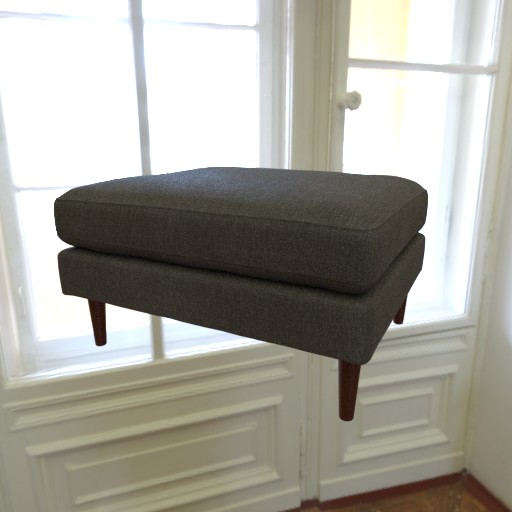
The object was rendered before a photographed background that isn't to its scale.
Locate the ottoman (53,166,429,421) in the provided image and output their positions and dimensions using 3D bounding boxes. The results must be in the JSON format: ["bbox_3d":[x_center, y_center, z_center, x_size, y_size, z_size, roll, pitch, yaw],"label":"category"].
[{"bbox_3d":[0.000,0.000,1.256,0.821,0.474,0.693,8,17,27],"label":"ottoman"}]
